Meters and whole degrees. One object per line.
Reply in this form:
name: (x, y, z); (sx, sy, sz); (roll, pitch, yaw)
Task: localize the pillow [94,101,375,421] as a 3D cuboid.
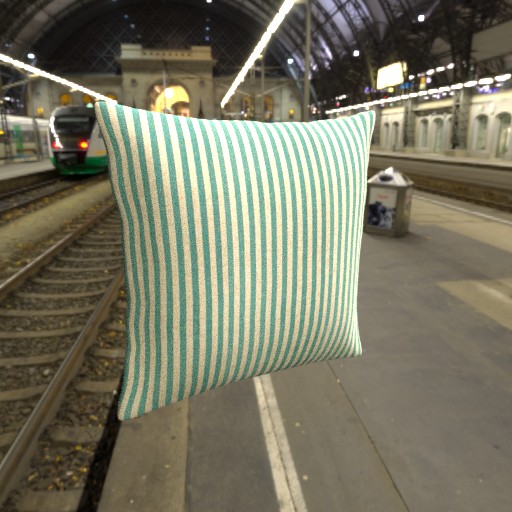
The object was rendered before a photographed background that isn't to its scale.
pillow: (0.000, 0.000, 0.796); (0.523, 0.510, 0.166); (-8, 17, -27)
